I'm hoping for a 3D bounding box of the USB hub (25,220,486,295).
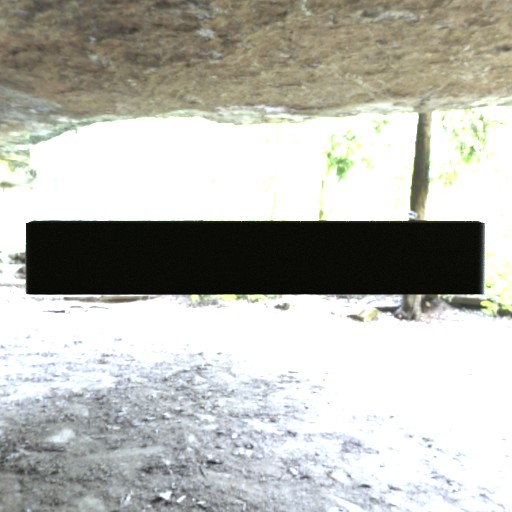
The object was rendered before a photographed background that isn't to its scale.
[{"bbox_3d":[0.000,0.000,0.158,0.145,0.023,0.044,0,1,0],"label":"USB hub"}]
